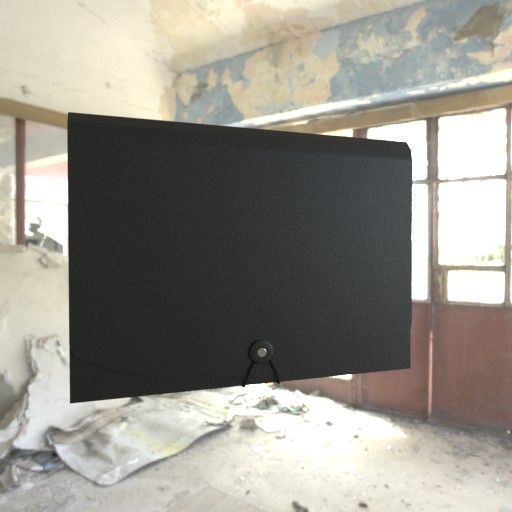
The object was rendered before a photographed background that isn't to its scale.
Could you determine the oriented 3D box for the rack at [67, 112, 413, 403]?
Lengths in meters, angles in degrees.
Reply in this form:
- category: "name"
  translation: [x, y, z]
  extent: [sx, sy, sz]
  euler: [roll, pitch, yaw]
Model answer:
- category: "rack"
  translation: [0.000, 0.000, 0.426]
  extent: [0.330, 0.241, 0.041]
  euler: [0, 1, -18]
